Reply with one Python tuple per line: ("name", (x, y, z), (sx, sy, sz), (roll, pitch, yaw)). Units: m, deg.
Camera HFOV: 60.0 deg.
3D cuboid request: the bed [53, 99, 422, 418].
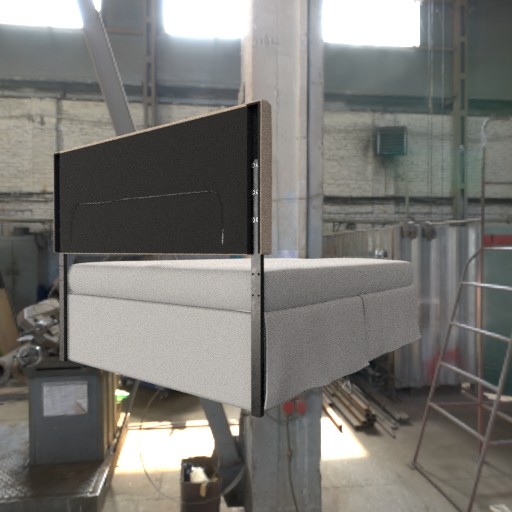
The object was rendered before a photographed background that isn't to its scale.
("bed", (0.000, 0.000, 2.997), (1.643, 1.270, 1.978), (1, 1, 37))
